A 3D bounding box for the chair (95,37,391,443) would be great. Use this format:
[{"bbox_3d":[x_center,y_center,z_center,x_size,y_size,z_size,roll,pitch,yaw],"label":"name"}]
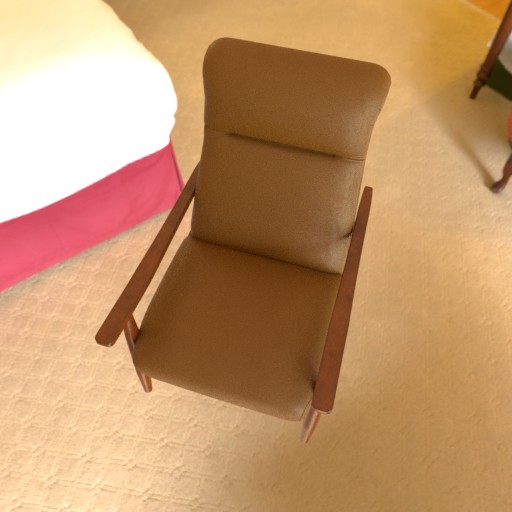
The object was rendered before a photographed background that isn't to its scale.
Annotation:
[{"bbox_3d":[0.000,0.000,1.664,0.762,1.082,1.014,14,58,9],"label":"chair"}]
